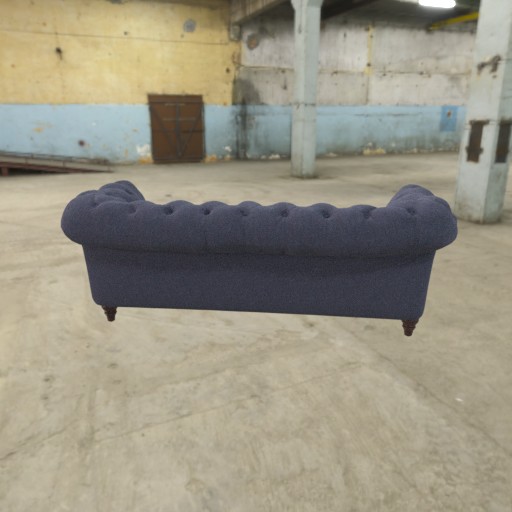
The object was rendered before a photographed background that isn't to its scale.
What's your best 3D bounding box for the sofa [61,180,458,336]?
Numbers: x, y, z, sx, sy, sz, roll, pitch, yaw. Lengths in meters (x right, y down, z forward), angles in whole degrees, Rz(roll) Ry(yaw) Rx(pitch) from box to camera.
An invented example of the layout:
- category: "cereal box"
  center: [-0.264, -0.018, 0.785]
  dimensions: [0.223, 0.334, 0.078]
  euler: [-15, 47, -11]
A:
- category: "sofa"
  center: [0.000, 0.000, 2.831]
  dimensions: [2.335, 0.836, 1.046]
  euler: [2, 17, 6]
